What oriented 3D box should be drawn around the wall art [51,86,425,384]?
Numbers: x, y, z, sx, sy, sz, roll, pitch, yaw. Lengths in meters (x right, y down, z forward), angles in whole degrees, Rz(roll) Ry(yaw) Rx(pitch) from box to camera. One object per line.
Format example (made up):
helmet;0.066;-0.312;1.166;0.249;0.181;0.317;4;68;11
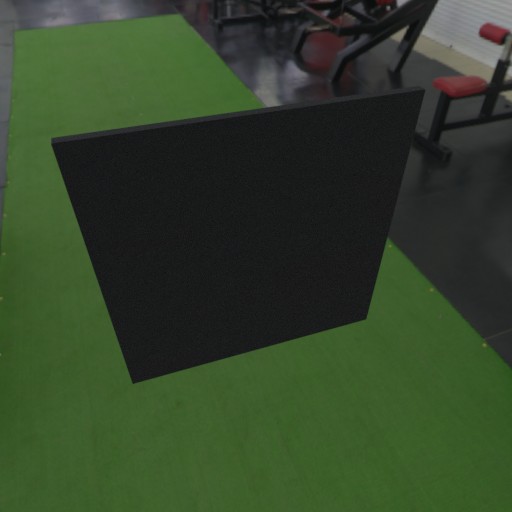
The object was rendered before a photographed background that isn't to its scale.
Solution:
wall art;0.000;0.000;0.675;0.456;0.458;0.013;-13;44;-14
